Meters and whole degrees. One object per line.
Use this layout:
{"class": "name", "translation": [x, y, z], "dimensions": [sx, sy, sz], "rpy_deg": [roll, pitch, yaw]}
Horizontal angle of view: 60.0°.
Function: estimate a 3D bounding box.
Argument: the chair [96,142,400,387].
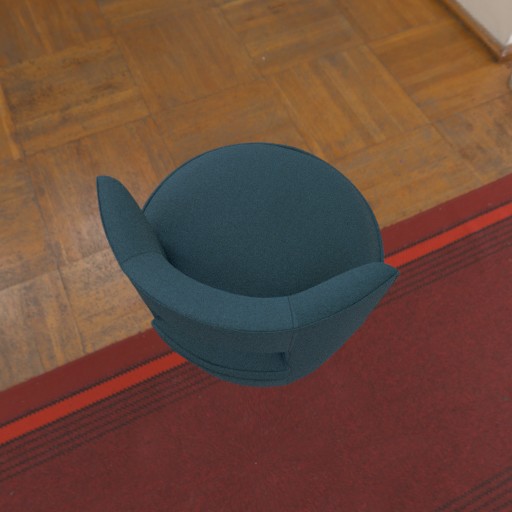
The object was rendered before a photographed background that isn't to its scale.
{"class": "chair", "translation": [0.000, 0.000, 1.229], "dimensions": [0.684, 0.711, 0.660], "rpy_deg": [18, 66, 8]}
